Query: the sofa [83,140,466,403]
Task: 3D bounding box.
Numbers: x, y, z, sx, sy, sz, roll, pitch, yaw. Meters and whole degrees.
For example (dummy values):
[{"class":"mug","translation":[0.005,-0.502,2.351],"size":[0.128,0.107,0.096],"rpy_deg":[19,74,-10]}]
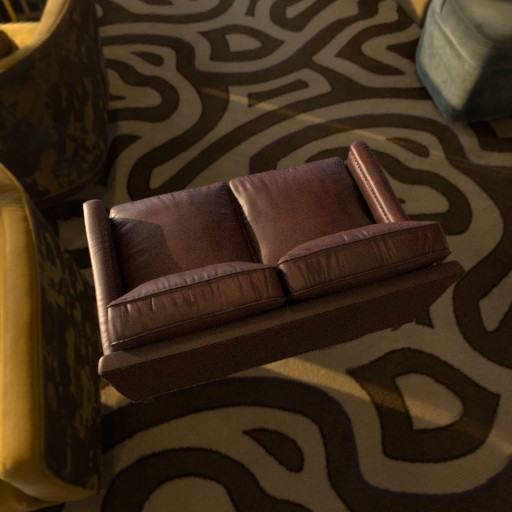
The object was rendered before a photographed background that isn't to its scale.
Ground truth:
[{"class":"sofa","translation":[0.000,0.000,2.271],"size":[1.628,1.003,1.083],"rpy_deg":[-14,60,-9]}]
